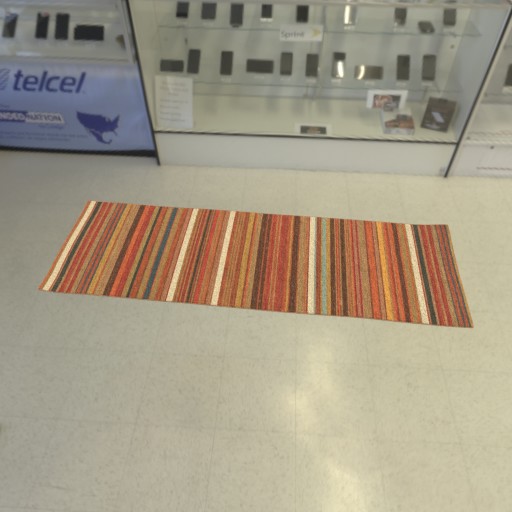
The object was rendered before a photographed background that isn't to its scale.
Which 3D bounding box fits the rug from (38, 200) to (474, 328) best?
[{"bbox_3d":[0.000,0.000,2.726,2.444,0.030,0.799,5,48,4],"label":"rug"}]
